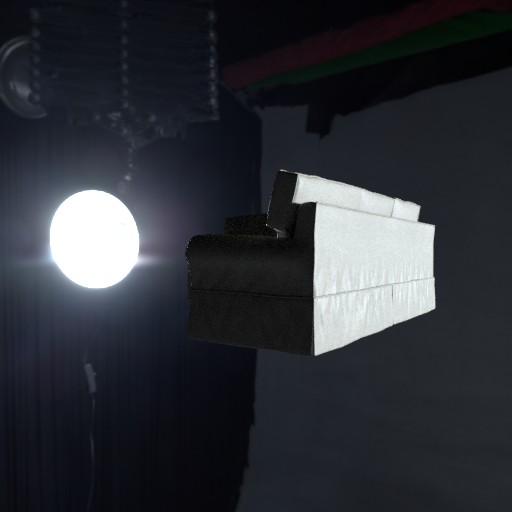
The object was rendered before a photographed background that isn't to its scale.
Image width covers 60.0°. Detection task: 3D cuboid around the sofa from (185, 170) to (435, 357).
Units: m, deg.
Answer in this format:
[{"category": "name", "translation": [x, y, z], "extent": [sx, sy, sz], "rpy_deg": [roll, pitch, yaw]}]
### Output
[{"category": "sofa", "translation": [0.000, 0.000, 4.183], "extent": [2.618, 1.081, 2.623], "rpy_deg": [0, 0, 36]}]
